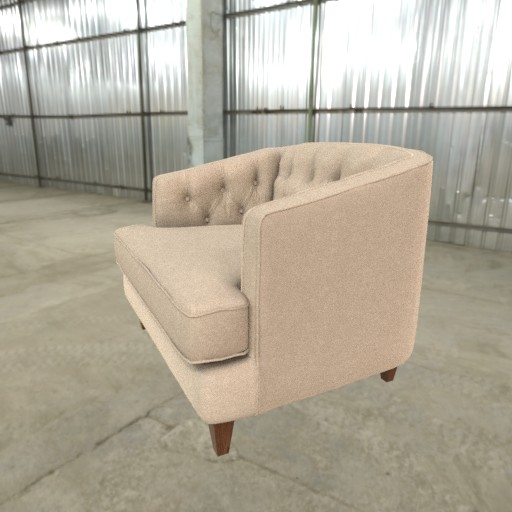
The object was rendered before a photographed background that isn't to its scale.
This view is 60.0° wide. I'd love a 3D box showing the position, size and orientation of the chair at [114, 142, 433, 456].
[{"bbox_3d":[0.000,0.000,1.737,0.941,0.852,1.104,-8,17,-26],"label":"chair"}]
